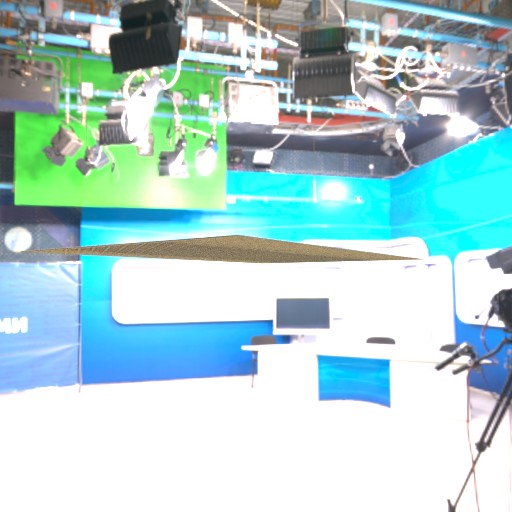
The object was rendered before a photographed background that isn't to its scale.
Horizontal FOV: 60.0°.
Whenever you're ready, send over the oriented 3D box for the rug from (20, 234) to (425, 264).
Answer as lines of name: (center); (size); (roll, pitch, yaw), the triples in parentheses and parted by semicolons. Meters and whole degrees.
rug: (0.000, 0.000, 2.318); (1.219, 0.005, 1.828); (-2, -4, 36)
